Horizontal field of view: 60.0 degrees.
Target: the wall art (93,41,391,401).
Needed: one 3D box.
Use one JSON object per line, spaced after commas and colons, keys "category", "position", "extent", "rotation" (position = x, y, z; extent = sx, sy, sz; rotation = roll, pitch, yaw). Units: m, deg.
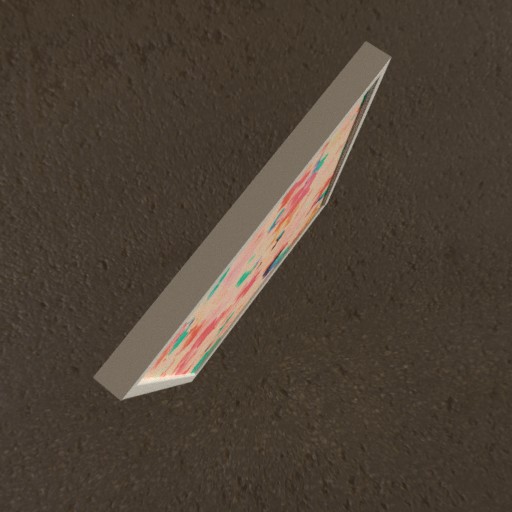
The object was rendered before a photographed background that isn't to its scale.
{"category": "wall art", "position": [0.000, 0.000, 0.747], "extent": [0.038, 0.505, 0.506], "rotation": [36, 79, 8]}
